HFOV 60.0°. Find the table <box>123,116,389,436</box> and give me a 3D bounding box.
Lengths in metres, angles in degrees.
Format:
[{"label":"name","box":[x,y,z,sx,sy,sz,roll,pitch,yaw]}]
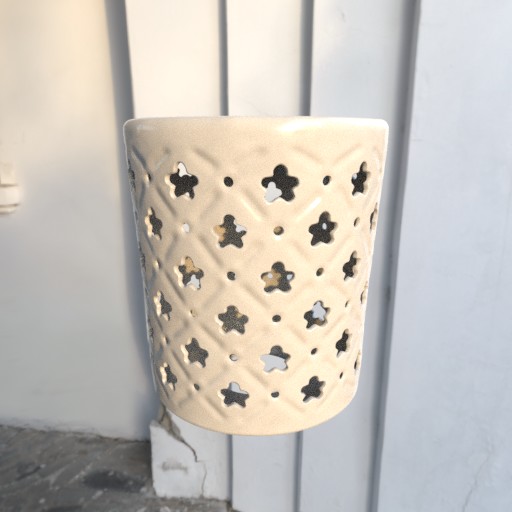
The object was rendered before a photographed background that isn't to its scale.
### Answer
[{"label":"table","box":[0.000,0.000,0.653,0.352,0.387,0.352,0,15,0]}]
